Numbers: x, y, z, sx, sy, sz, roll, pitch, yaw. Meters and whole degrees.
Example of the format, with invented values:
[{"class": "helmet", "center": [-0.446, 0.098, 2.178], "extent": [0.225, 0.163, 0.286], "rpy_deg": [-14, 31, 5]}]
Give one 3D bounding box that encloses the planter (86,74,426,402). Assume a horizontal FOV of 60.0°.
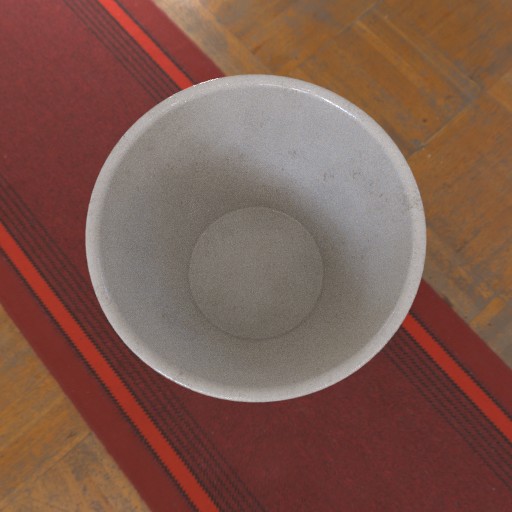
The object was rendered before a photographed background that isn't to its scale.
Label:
[{"class": "planter", "center": [0.000, 0.000, 0.445], "extent": [0.260, 0.220, 0.260], "rpy_deg": [0, 77, 0]}]
